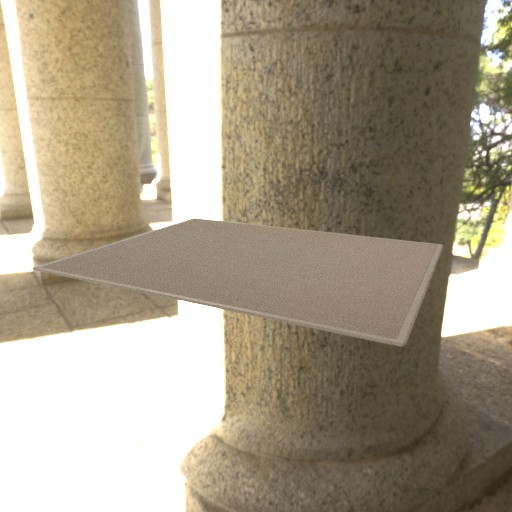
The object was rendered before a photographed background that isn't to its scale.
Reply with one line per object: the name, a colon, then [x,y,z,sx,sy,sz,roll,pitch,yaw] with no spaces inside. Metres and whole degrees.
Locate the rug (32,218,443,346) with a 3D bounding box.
rug: [0.000,0.000,4.121,3.051,0.020,2.407,8,18,26]
